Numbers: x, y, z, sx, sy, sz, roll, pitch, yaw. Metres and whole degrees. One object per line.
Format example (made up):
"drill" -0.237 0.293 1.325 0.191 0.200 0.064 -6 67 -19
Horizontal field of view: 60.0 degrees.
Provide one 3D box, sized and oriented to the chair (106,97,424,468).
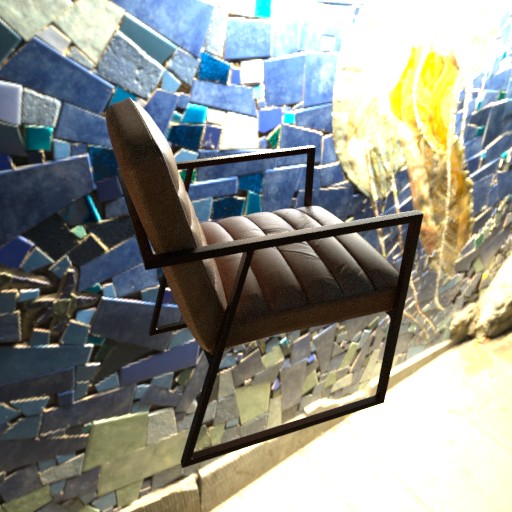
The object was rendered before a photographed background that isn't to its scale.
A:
"chair" 0.000 0.000 1.253 0.677 0.832 0.571 -11 32 -17
